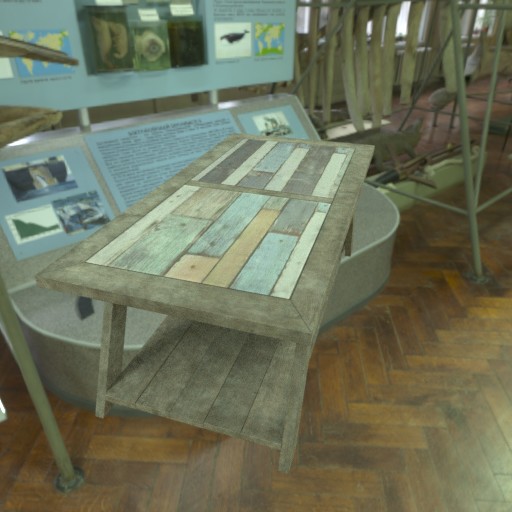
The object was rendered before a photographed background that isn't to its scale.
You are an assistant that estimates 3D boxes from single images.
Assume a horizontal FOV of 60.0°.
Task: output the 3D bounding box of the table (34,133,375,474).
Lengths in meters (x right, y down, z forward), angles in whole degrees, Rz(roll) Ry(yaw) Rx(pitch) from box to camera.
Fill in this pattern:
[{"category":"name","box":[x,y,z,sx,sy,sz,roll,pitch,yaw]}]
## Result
[{"category":"table","box":[0.000,0.000,1.494,0.610,0.470,1.219,9,32,16]}]
